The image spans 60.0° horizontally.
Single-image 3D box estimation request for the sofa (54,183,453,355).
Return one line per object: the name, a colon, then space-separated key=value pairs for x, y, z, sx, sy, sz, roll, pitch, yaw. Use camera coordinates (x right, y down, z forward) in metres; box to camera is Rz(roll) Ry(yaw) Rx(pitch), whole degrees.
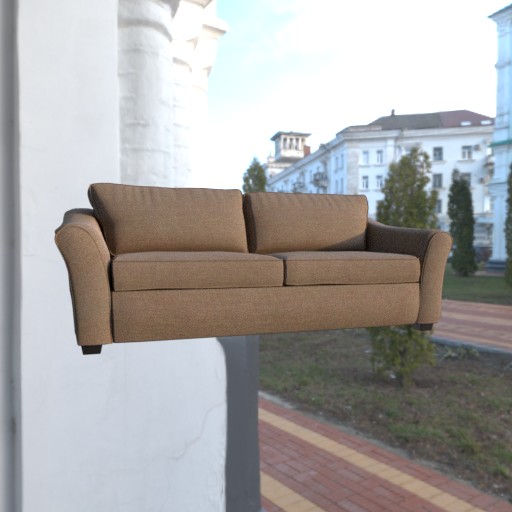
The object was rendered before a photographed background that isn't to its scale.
sofa: x=0.000 y=0.000 z=2.767 sx=2.270 sy=0.906 sz=0.986 roll=0 pitch=1 yaw=-19
